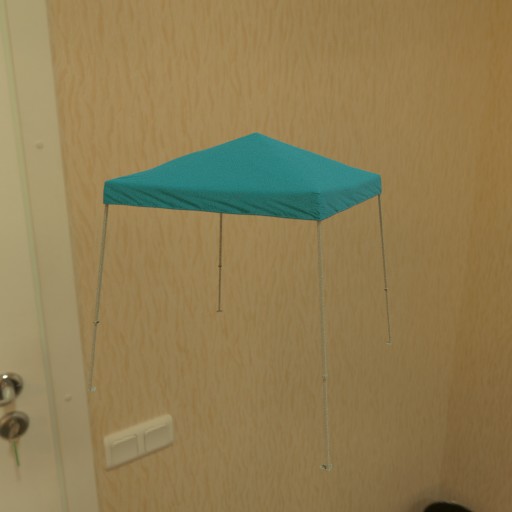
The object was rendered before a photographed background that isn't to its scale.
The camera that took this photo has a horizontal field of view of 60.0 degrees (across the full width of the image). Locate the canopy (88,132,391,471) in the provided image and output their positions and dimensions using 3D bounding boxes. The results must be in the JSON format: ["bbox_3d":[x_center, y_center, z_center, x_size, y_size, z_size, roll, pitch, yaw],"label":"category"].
[{"bbox_3d":[0.000,0.000,6.700,3.600,3.600,3.599,7,16,26],"label":"canopy"}]
